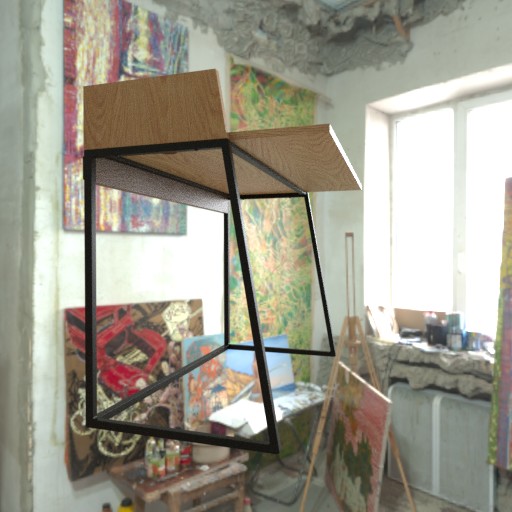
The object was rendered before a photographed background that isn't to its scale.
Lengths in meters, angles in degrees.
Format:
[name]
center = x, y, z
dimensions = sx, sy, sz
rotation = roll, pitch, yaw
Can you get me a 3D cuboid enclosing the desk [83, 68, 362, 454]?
[desk]
center = 0.000, 0.000, 1.833
dimensions = 0.769, 1.061, 1.191
rotation = 0, 1, 18
